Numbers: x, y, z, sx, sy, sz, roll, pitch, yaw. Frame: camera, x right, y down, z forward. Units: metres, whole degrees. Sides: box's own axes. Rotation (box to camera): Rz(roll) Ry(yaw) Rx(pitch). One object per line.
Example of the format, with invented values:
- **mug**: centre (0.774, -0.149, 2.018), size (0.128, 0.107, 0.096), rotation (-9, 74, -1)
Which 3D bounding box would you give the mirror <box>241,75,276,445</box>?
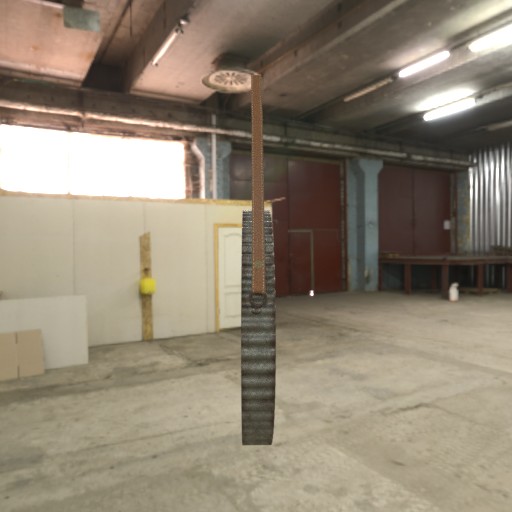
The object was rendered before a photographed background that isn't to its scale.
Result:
- **mirror**: centre (0.000, 0.000, 0.699), size (0.042, 0.568, 0.355), rotation (0, 1, -1)
